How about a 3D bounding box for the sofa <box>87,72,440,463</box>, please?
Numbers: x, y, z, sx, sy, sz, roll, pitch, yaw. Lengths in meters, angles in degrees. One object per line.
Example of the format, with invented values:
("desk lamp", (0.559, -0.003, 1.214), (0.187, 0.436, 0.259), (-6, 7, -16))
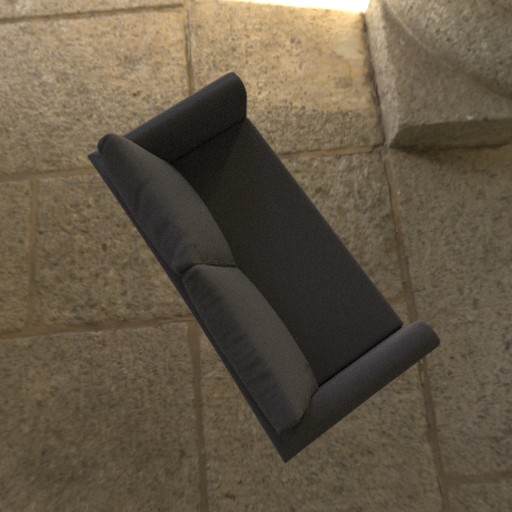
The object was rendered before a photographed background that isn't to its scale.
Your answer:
("sofa", (0.000, 0.000, 1.951), (0.741, 0.872, 1.460), (-33, 78, -8))
